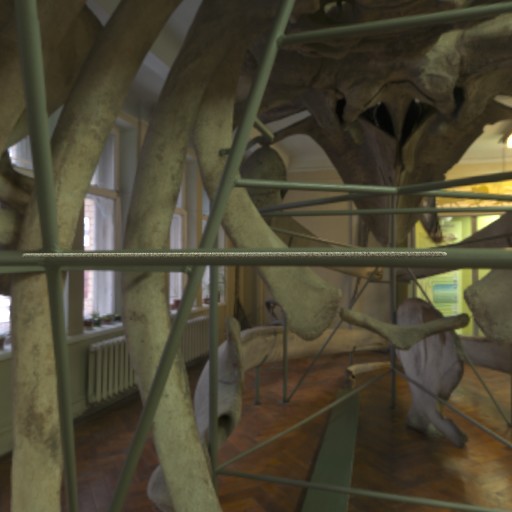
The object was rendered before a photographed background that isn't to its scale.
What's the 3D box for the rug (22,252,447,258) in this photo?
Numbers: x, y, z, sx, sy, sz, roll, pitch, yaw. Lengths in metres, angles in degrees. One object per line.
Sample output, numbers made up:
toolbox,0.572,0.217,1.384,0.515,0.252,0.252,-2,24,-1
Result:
rug,0.000,0.000,4.117,3.047,0.029,2.438,0,0,18
